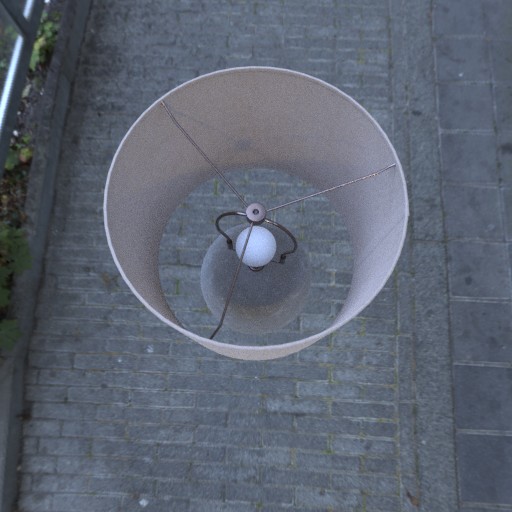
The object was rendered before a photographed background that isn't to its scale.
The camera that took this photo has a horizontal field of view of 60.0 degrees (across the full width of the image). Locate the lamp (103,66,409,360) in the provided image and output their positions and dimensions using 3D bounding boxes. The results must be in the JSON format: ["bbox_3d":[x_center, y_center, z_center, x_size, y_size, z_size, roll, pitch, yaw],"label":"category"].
[{"bbox_3d":[0.000,0.000,0.588,0.269,0.409,0.269,16,75,4],"label":"lamp"}]
